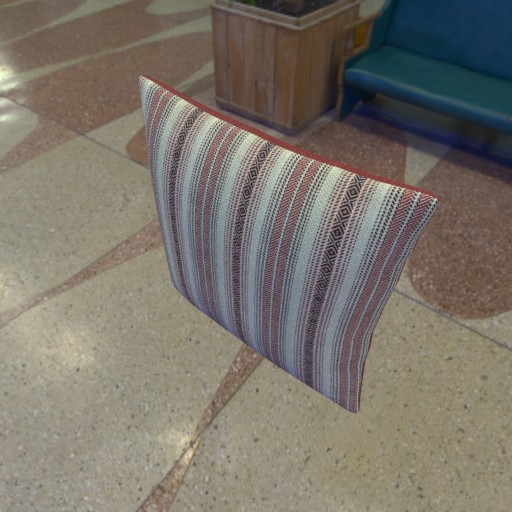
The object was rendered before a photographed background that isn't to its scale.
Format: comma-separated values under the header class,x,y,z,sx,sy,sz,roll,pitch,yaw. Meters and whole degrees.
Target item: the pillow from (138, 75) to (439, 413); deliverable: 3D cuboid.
class,x,y,z,sx,sy,sz,roll,pitch,yaw
pillow,0.000,0.000,0.770,0.513,0.497,0.166,31,52,27
